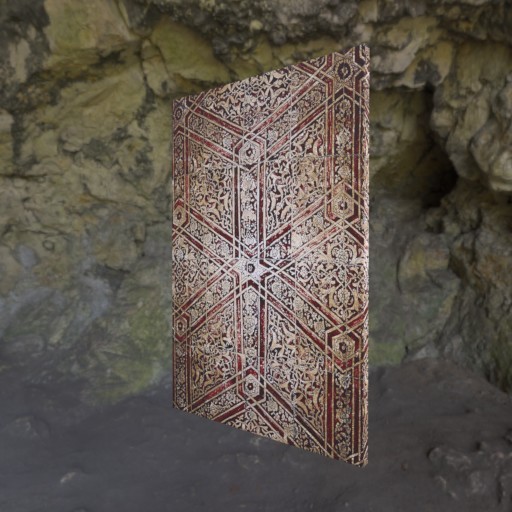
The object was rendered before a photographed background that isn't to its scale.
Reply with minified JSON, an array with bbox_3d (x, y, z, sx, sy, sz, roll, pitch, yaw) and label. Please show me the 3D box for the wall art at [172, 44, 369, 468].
[{"bbox_3d":[0.000,0.000,0.754,0.397,0.599,0.020,1,1,37],"label":"wall art"}]
